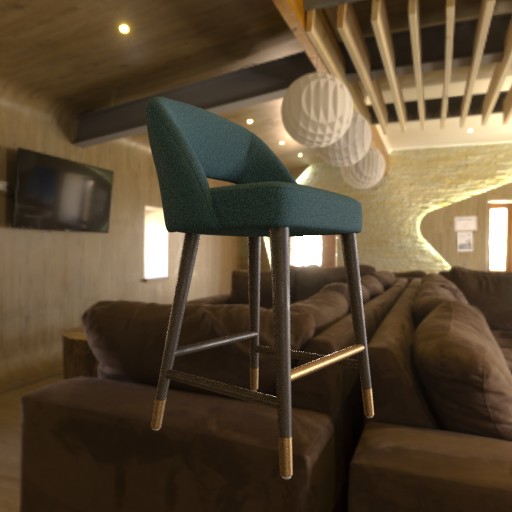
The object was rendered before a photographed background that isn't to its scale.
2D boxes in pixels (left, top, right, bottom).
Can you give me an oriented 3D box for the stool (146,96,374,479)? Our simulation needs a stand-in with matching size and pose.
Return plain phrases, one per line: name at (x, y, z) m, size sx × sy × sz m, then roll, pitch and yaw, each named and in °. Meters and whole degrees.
stool at (0.000, 0.000, 1.263) m, size 0.522 × 0.939 × 0.536 m, roll 0°, pitch 0°, yaw 37°
